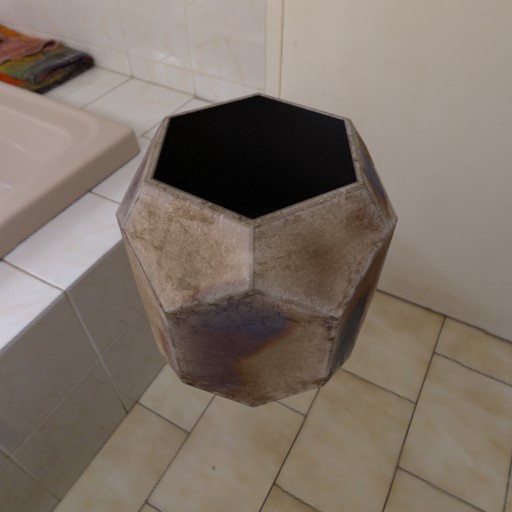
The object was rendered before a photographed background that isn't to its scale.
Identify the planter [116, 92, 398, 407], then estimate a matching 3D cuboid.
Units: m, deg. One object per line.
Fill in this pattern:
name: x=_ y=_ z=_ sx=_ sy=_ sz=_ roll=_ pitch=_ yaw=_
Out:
planter: x=0.000 y=0.000 z=0.418 sx=0.221 sy=0.238 sz=0.243 roll=24 pitch=51 yaw=21
